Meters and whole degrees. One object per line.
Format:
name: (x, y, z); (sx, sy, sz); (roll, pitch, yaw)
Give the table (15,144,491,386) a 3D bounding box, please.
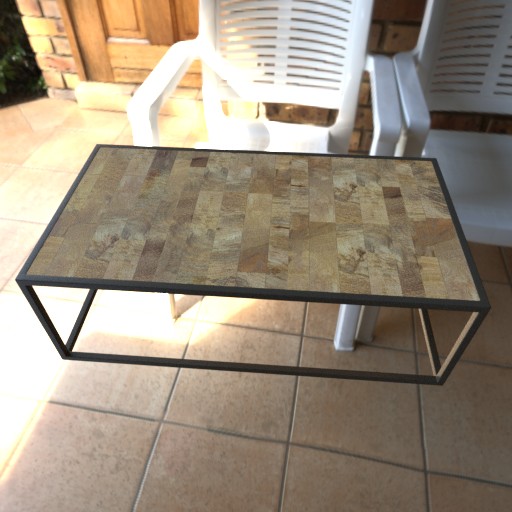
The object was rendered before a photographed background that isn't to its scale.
table: (0.000, 0.000, 1.477); (1.199, 0.398, 0.649); (3, 46, 3)
